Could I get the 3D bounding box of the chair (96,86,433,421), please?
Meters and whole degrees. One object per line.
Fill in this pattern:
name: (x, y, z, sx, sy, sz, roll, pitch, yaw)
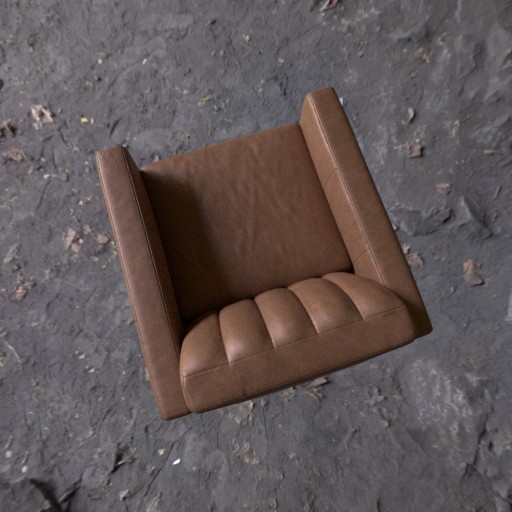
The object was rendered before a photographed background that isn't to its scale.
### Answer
chair: (0.000, 0.000, 1.726, 0.953, 0.819, 0.998, -17, 76, -4)
